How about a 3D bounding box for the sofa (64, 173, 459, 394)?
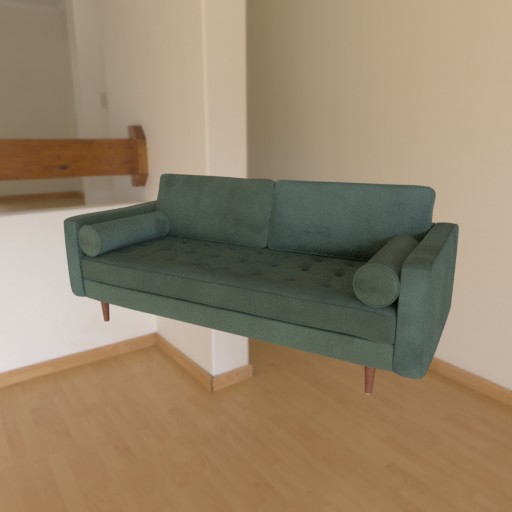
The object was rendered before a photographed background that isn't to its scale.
[{"bbox_3d":[0.000,0.000,2.337,1.880,0.772,0.916,8,17,28],"label":"sofa"}]
